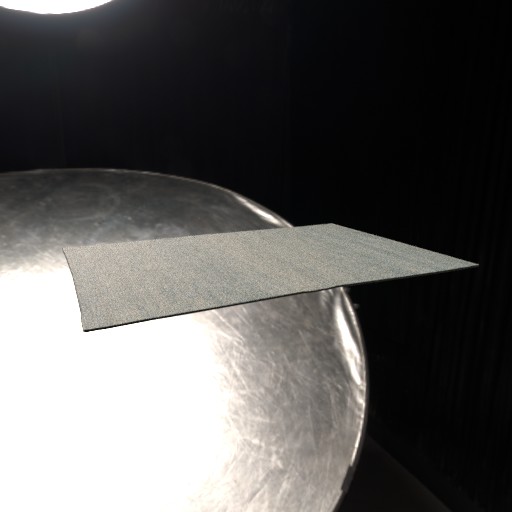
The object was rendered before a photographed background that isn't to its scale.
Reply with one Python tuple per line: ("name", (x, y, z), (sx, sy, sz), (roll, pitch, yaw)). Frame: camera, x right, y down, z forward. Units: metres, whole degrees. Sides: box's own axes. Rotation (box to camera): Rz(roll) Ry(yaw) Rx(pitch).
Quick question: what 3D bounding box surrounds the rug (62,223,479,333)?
("rug", (0.000, 0.000, 5.196), (4.078, 0.052, 2.802), (-7, 16, -24))
